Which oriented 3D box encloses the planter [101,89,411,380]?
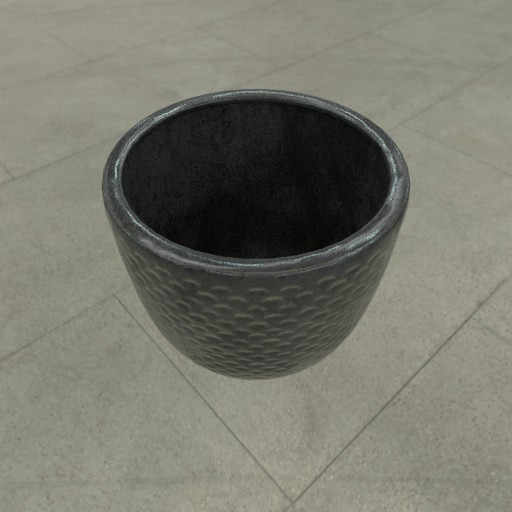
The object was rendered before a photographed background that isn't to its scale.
[{"bbox_3d":[0.000,0.000,0.308,0.172,0.160,0.172,0,47,0],"label":"planter"}]
